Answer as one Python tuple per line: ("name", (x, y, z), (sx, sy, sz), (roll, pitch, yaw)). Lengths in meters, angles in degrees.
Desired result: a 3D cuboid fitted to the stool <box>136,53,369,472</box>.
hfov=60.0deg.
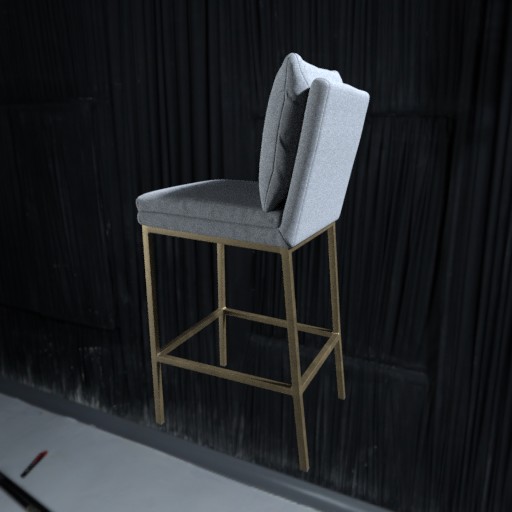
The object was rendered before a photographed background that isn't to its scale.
("stool", (0.000, 0.000, 1.423), (0.569, 1.130, 0.463), (8, 18, 25))
